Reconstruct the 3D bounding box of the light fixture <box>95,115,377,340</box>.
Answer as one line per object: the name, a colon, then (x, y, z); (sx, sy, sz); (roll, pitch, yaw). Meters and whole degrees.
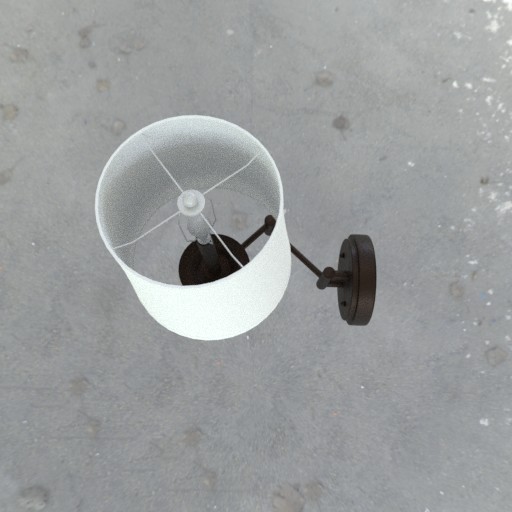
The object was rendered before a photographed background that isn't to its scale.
light fixture: (0.000, 0.000, 0.268); (0.157, 0.172, 0.100); (2, 74, 1)
